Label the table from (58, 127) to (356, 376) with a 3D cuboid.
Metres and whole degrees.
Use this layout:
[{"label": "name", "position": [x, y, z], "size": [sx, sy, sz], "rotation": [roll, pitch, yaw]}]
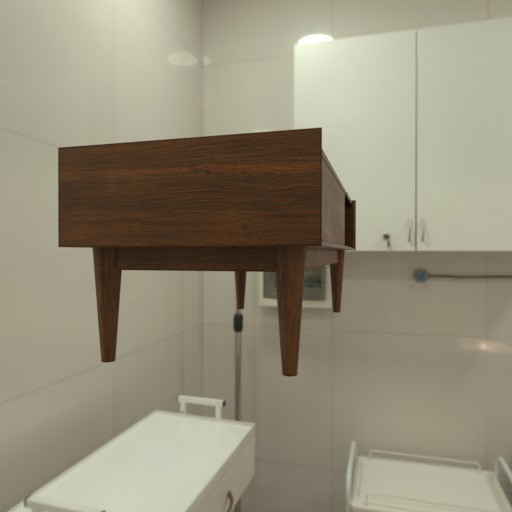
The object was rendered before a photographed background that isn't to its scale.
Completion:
[{"label": "table", "position": [0.000, 0.000, 1.534], "size": [0.610, 0.508, 1.221], "rotation": [0, 0, 16]}]
